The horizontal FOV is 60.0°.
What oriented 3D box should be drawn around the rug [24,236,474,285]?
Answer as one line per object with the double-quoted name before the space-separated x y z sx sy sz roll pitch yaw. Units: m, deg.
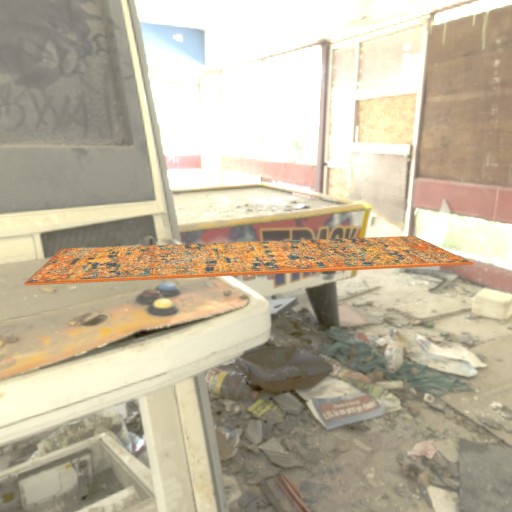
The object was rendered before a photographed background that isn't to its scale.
"rug" 0.000 0.000 2.521 2.274 0.016 0.651 -2 16 -8
